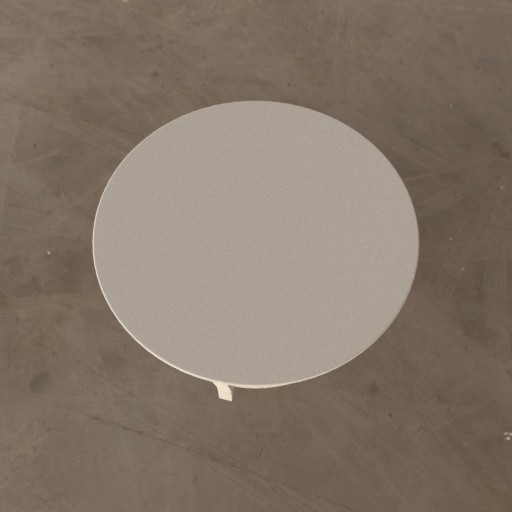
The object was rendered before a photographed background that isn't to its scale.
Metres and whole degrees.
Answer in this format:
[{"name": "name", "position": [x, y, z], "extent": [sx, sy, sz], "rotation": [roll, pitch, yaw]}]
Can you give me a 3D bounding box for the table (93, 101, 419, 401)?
[{"name": "table", "position": [0.000, 0.000, 1.453], "extent": [0.910, 0.457, 0.910], "rotation": [0, 64, 0]}]
